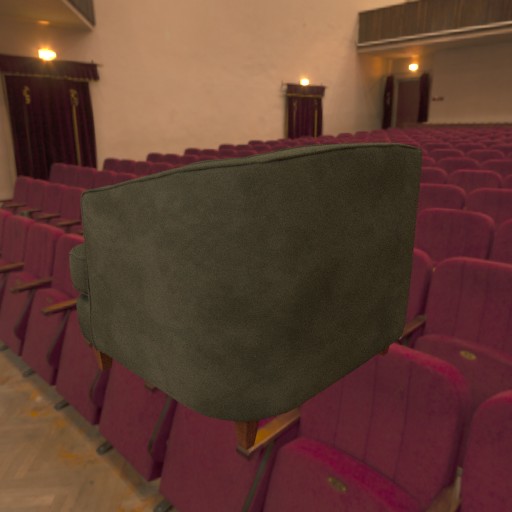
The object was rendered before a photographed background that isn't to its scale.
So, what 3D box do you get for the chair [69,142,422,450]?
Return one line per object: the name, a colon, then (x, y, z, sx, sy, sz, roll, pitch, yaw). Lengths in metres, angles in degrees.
chair: (0.000, 0.000, 1.691, 0.941, 0.852, 1.104, 15, 22, 43)
